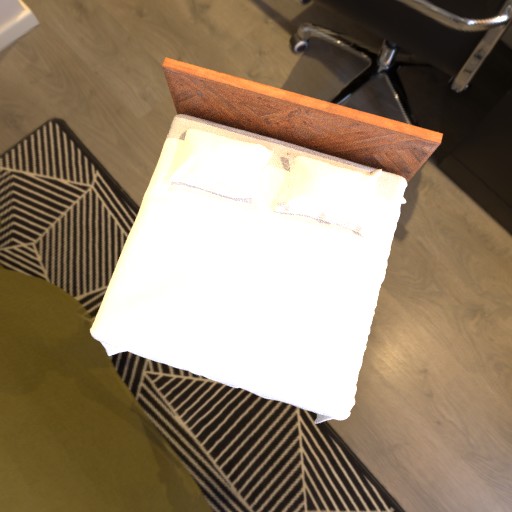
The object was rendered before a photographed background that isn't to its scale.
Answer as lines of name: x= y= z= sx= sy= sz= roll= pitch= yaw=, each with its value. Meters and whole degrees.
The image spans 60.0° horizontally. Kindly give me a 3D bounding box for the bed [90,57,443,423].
bed: x=0.000 y=0.000 z=3.413 sx=2.255 sy=1.158 sz=2.165 roll=17 pitch=77 yaw=4
